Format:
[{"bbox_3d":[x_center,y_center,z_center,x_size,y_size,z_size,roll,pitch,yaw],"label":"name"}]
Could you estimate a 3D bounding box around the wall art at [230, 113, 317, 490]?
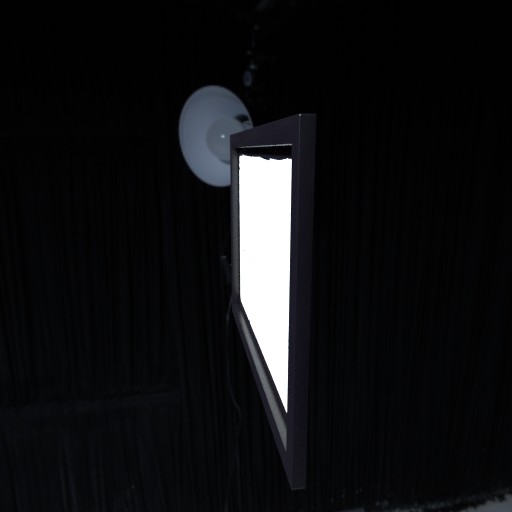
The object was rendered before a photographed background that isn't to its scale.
[{"bbox_3d":[0.000,0.000,0.554,0.013,0.306,0.440,-2,14,-9],"label":"wall art"}]
